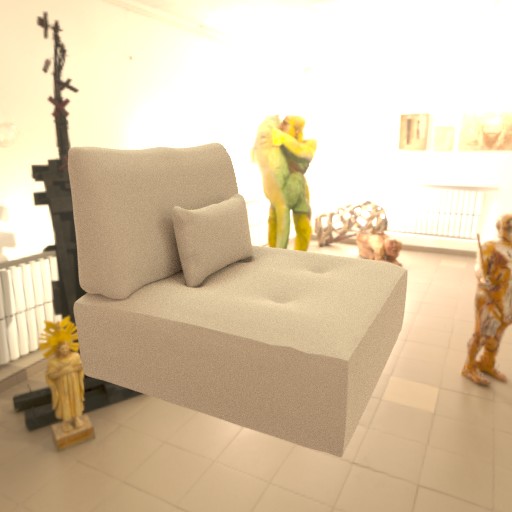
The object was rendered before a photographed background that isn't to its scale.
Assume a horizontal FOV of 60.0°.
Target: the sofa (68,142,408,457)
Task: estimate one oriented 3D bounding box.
[{"bbox_3d":[0.000,0.000,1.700,1.000,0.828,0.935,8,17,26],"label":"sofa"}]
